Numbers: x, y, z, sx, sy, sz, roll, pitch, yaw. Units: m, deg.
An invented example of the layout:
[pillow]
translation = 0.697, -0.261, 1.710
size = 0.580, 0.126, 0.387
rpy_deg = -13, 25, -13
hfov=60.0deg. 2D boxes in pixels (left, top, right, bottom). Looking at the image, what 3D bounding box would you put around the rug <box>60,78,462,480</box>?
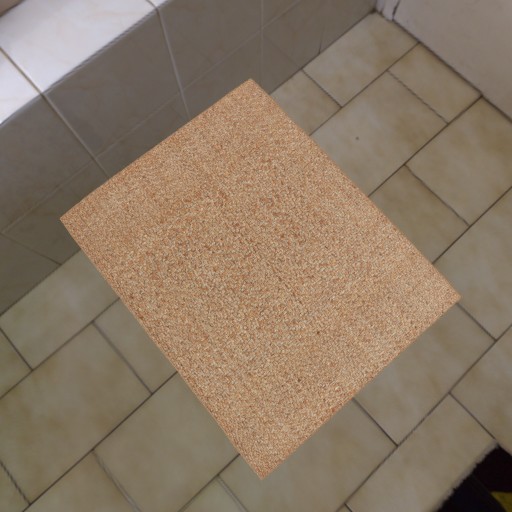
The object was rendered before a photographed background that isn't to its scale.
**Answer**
[rug]
translation = 0.000, 0.000, 4.178
size = 2.439, 0.013, 3.048
rpy_deg = -39, 79, -9
